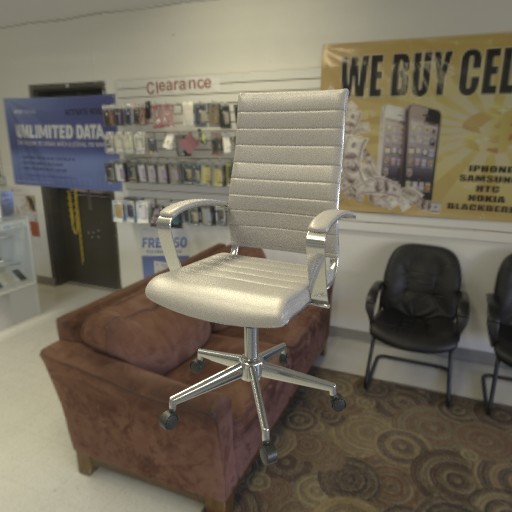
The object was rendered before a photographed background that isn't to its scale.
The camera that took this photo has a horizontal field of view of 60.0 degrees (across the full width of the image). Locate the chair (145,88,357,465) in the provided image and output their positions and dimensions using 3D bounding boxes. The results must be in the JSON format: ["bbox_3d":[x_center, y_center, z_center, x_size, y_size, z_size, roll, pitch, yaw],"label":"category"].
[{"bbox_3d":[0.000,0.000,1.577,0.679,1.149,0.667,8,17,26],"label":"chair"}]
